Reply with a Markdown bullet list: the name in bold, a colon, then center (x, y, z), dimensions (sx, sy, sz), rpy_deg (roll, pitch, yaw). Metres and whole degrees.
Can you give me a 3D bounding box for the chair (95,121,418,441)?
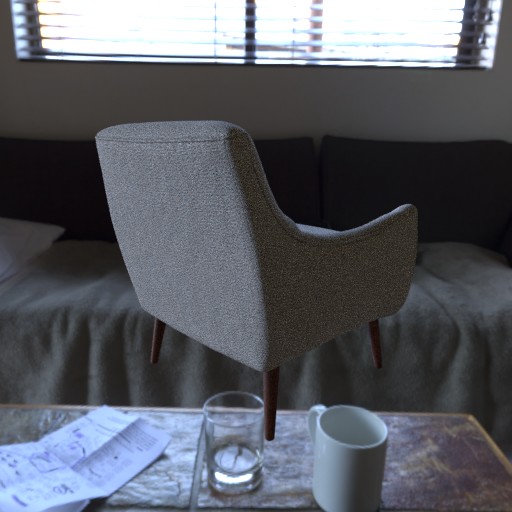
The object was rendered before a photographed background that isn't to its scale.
- **chair**: center (0.000, 0.000, 1.466), dimensions (0.787, 0.838, 0.762), rpy_deg (-14, 21, -42)
